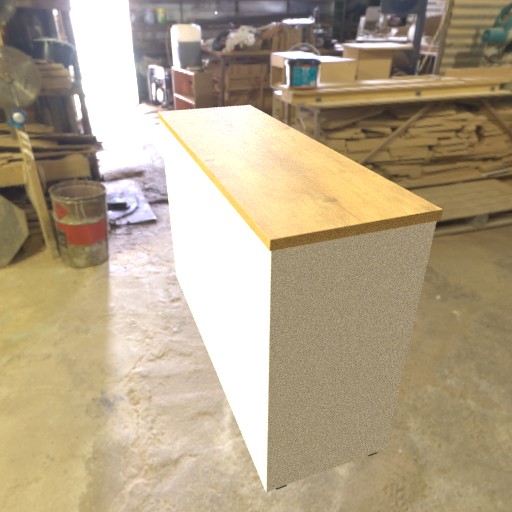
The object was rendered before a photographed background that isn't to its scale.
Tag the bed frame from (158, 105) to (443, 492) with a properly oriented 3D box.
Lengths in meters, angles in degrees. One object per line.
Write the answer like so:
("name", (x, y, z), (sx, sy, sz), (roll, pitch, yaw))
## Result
("bed frame", (0.000, 0.000, 1.689), (0.430, 0.850, 1.300), (-10, 31, -18))
